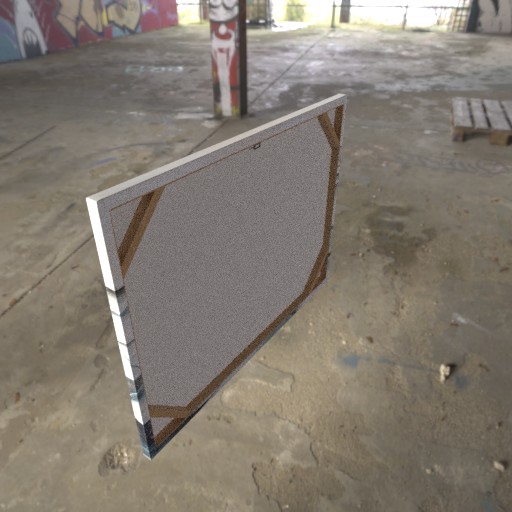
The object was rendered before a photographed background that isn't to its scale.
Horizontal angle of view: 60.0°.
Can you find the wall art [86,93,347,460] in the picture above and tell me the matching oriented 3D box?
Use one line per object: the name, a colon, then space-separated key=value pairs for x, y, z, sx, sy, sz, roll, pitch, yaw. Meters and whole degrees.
wall art: x=0.000 y=0.000 z=1.608 sx=0.039 sy=0.915 sz=1.219 roll=21 pitch=38 yaw=29
